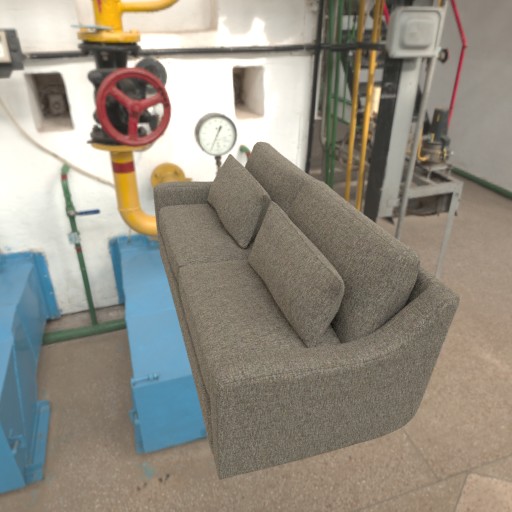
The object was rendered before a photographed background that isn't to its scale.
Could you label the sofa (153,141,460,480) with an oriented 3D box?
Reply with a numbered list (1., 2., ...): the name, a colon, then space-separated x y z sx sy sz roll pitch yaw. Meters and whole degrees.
1. sofa: 0.000 0.000 2.904 1.103 0.998 2.418 -9 31 -15
